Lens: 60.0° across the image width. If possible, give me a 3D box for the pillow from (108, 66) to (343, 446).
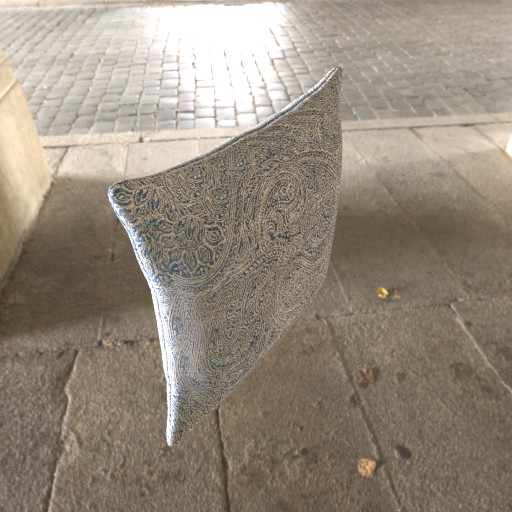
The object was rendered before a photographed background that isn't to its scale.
[{"bbox_3d":[0.000,0.000,0.772,0.166,0.510,0.523,24,45,27],"label":"pillow"}]
